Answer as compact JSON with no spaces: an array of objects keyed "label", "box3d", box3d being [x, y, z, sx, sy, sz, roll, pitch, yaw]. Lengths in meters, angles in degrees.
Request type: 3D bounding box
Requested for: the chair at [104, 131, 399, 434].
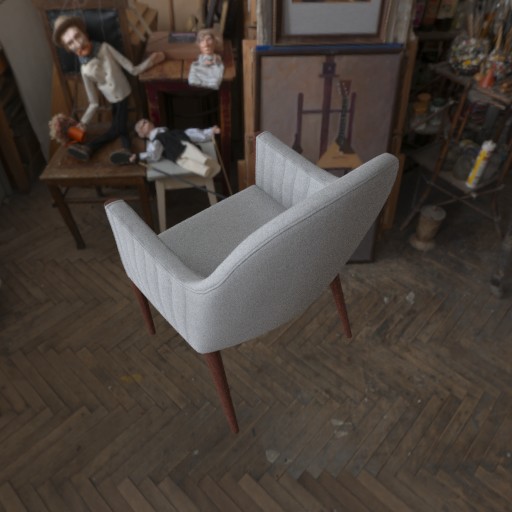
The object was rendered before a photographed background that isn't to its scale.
[{"label":"chair","box3d":[0.000,0.000,1.301,0.610,0.889,0.620,-32,54,-27]}]
